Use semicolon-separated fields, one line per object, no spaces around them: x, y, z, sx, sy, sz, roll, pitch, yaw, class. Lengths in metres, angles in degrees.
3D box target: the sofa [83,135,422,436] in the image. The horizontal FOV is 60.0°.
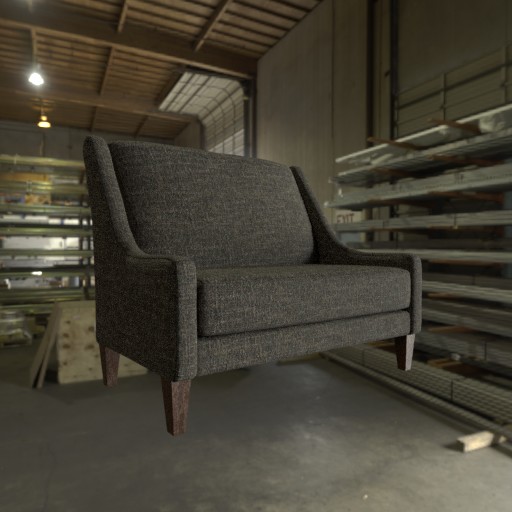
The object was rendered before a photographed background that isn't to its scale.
0.000;0.000;1.924;1.242;1.021;0.870;-1;1;-37;sofa
